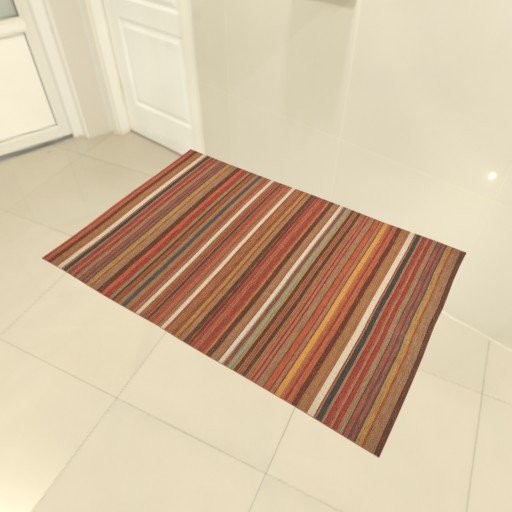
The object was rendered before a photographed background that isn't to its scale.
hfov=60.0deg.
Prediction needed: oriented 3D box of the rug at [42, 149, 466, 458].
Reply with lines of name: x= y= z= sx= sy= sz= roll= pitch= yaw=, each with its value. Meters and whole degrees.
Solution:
rug: x=0.000 y=0.000 z=2.281 sx=1.828 sy=0.007 sz=1.217 roll=25 pitch=51 yaw=22
